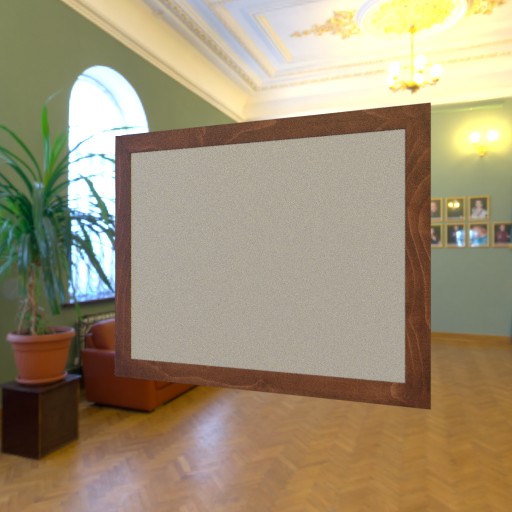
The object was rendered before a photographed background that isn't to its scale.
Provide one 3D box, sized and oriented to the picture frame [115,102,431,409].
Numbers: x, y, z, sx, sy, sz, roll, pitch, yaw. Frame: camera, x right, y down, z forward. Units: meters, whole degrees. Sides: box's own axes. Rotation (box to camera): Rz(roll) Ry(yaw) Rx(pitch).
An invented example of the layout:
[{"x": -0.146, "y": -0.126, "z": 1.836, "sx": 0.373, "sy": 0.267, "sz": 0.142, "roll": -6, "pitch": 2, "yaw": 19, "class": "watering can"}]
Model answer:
[{"x": 0.000, "y": 0.000, "z": 0.763, "sx": 0.559, "sy": 0.457, "sz": 0.025, "roll": 0, "pitch": 0, "yaw": 19, "class": "picture frame"}]
